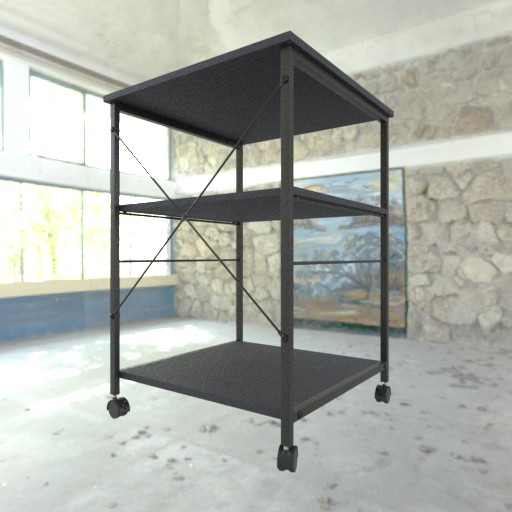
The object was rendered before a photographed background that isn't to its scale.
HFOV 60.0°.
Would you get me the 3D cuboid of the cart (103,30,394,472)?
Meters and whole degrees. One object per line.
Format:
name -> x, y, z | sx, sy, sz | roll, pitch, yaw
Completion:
cart -> 0.000, 0.000, 1.111 | 0.521, 0.762, 0.520 | 0, 0, 36
